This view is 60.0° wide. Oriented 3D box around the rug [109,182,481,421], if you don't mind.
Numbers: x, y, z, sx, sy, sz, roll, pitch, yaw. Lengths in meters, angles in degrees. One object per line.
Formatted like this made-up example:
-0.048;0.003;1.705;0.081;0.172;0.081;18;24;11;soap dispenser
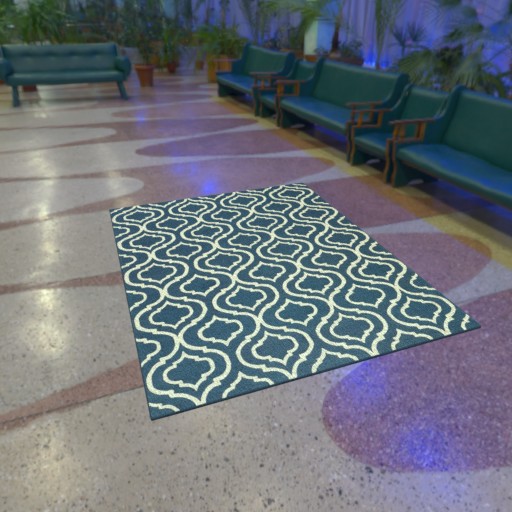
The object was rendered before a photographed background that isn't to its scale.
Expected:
0.000;0.000;3.891;2.270;0.020;2.881;-11;32;-17;rug
